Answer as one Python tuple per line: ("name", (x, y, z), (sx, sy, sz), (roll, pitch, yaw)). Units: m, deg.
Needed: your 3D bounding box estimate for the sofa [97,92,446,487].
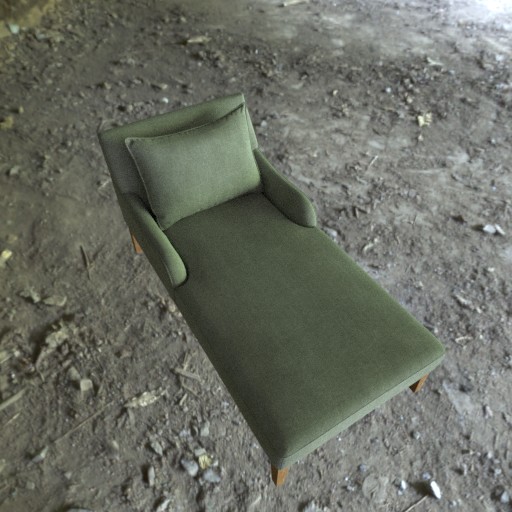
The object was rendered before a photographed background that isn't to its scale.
("sofa", (0.000, 0.000, 2.245), (0.894, 0.859, 1.779), (-24, 51, -21))
